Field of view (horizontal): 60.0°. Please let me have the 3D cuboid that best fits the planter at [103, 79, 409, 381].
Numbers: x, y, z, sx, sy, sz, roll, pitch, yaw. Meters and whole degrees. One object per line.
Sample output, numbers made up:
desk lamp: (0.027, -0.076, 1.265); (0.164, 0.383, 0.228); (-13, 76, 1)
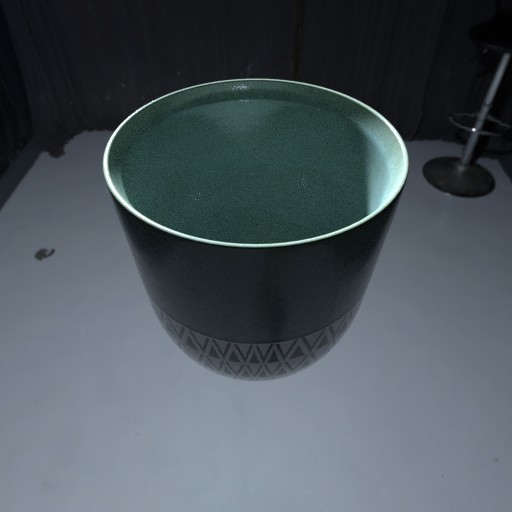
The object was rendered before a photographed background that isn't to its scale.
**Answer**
planter: (0.000, 0.000, 0.371); (0.198, 0.214, 0.198); (0, 46, 0)
